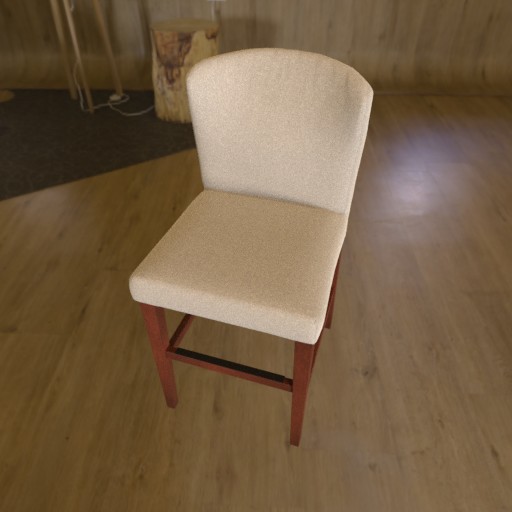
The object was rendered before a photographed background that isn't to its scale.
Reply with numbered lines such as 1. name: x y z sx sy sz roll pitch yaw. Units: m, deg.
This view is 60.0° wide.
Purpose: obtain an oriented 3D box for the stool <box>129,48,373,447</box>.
1. stool: 0.000 0.000 1.256 0.479 0.968 0.568 12 41 14
